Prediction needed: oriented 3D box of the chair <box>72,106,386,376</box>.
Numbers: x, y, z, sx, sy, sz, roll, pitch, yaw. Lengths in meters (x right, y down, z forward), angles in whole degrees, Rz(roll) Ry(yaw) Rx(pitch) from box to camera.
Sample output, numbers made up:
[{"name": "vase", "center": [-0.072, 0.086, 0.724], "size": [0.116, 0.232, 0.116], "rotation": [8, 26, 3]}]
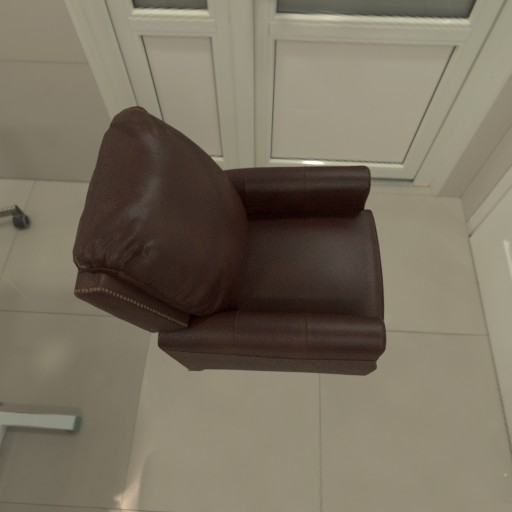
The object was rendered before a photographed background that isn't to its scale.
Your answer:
[{"name": "chair", "center": [0.000, 0.000, 1.821], "size": [1.089, 1.022, 0.826], "rotation": [3, 62, 1]}]
